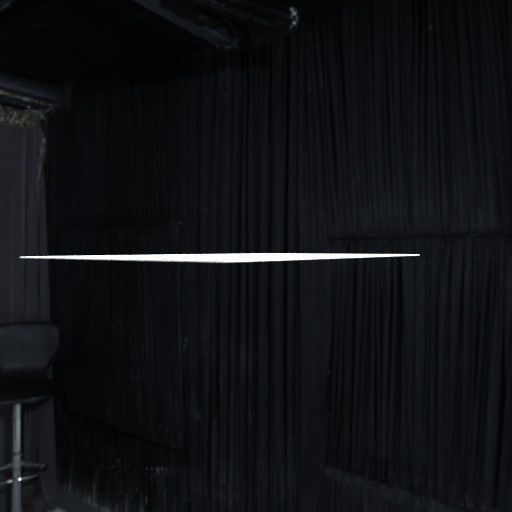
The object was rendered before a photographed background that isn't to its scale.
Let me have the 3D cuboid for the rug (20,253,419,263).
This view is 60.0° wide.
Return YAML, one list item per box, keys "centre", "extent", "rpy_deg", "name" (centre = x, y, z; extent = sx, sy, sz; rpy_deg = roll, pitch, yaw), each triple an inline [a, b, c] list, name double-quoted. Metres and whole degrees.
- centre: [0.000, 0.000, 3.044]
  extent: [1.512, 0.009, 2.457]
  rpy_deg: [1, 1, 36]
  name: "rug"
